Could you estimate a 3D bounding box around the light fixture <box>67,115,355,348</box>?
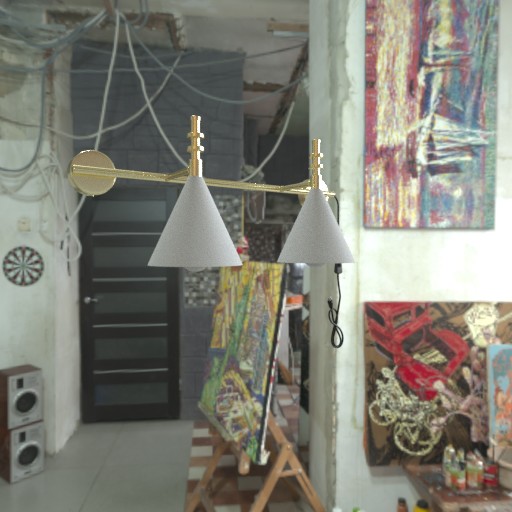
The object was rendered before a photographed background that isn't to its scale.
[{"bbox_3d":[0.000,0.000,0.865,0.642,0.468,0.239,-1,1,-35],"label":"light fixture"}]
